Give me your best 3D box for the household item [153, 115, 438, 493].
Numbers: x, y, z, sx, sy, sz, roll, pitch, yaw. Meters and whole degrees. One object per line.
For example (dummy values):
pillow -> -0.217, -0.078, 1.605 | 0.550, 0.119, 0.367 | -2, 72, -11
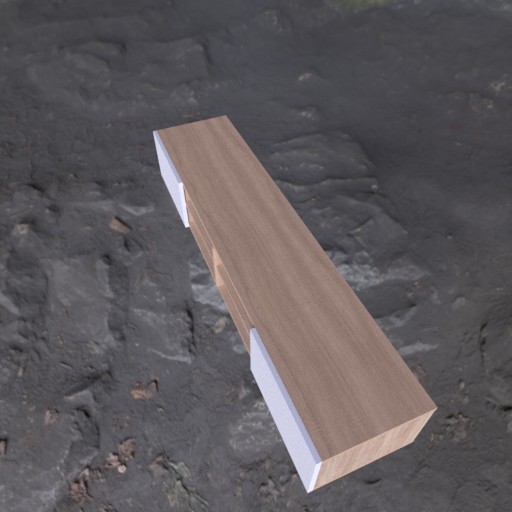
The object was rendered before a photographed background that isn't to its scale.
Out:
household item -> 0.000, 0.000, 1.988 | 0.420, 0.310, 1.850 | -17, 50, -15
